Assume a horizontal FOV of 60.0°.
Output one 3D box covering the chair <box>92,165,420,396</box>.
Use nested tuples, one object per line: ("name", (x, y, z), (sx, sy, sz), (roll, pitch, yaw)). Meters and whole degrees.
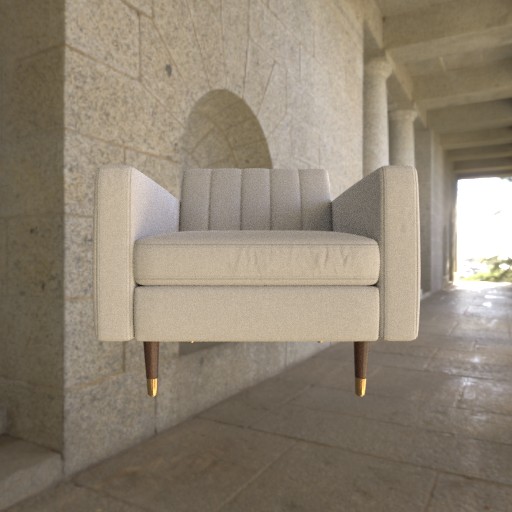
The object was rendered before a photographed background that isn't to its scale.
("chair", (0.000, 0.000, 1.707), (0.953, 0.819, 0.998), (0, 0, 0))
